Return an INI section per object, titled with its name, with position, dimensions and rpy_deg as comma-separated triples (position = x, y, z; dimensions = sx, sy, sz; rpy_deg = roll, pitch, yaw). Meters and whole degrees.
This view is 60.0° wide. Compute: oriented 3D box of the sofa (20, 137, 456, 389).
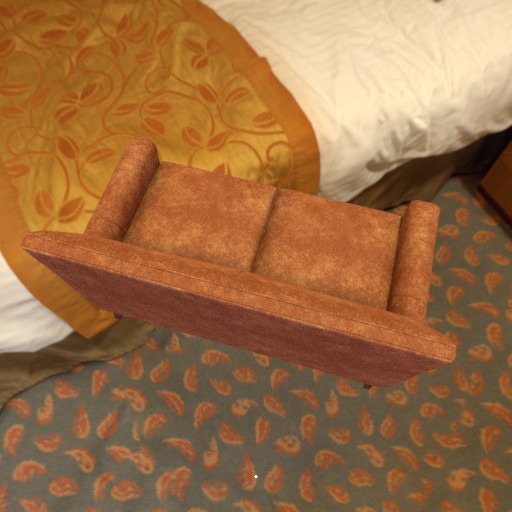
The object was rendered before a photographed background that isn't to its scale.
[sofa]
position = 0.000, 0.000, 1.982
dimensions = 1.473, 0.871, 0.787
rpy_deg = 14, 64, 7
